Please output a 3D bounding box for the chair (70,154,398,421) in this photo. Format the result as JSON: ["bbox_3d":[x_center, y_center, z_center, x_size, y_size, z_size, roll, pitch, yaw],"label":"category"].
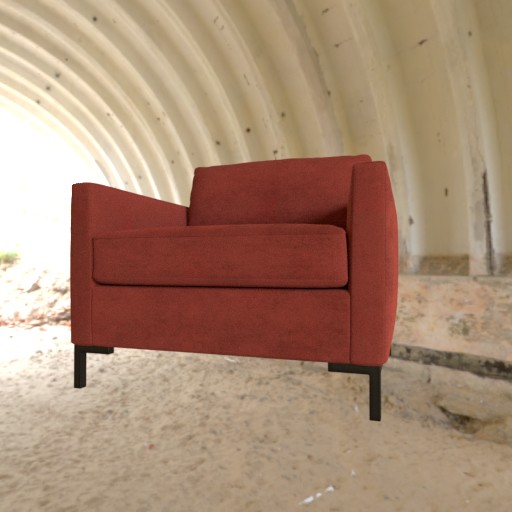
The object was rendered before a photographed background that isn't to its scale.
[{"bbox_3d":[0.000,0.000,1.590,0.964,0.812,0.875,0,-1,19],"label":"chair"}]
